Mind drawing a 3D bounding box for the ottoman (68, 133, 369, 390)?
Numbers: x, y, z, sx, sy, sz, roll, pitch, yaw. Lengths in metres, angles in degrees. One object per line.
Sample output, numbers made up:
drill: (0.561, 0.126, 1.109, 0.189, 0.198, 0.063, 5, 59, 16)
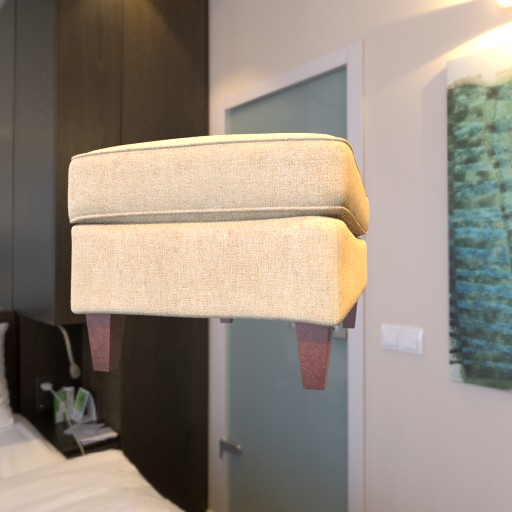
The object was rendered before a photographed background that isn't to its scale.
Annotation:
ottoman: (0.000, 0.000, 1.228, 0.583, 0.484, 0.862, 0, -1, 17)
